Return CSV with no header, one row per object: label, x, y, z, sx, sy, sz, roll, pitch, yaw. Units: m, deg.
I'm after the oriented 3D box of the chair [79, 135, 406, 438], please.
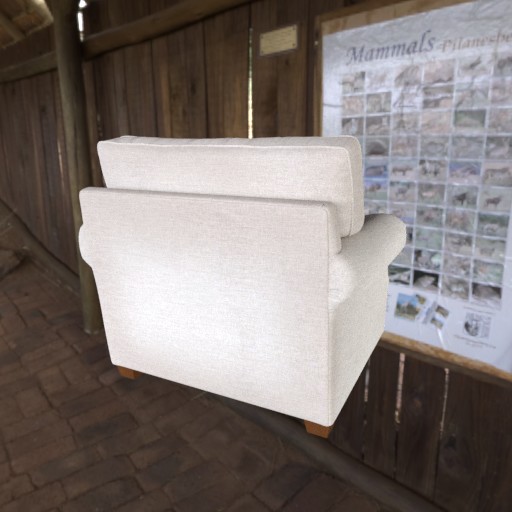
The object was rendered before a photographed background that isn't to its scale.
chair,0.000,0.000,1.836,1.092,0.961,0.965,7,16,26
